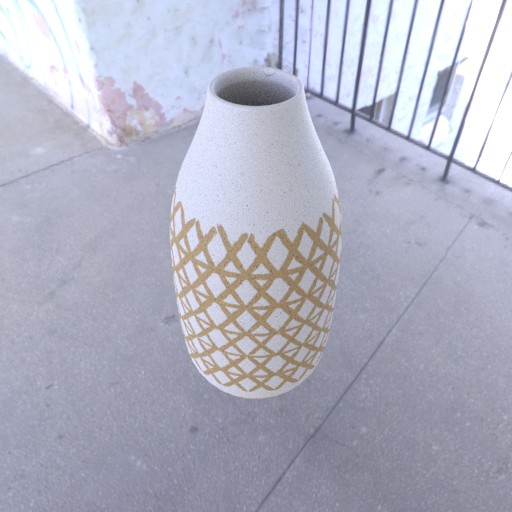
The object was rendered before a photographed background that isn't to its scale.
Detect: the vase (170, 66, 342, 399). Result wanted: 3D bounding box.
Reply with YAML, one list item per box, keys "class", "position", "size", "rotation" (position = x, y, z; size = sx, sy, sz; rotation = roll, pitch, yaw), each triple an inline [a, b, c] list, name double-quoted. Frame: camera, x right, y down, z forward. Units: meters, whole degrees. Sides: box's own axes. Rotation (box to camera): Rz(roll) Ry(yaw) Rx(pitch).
- class: "vase"
  position: [0.000, 0.000, 0.483]
  size: [0.186, 0.380, 0.186]
  rotation: [0, 45, 0]
